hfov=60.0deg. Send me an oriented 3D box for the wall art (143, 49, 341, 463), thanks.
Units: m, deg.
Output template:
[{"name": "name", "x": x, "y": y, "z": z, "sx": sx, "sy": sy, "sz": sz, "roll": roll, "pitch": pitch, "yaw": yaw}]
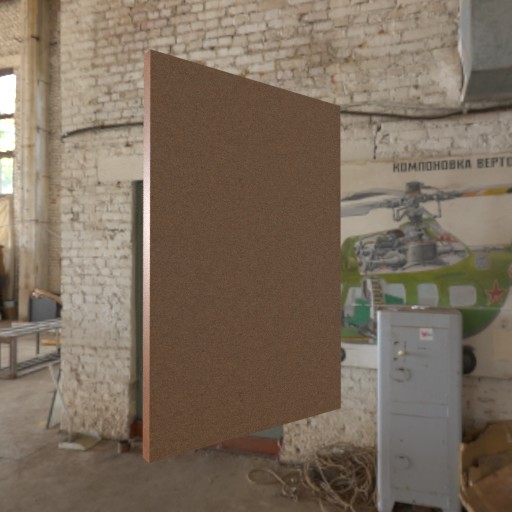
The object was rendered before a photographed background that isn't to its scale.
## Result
[{"name": "wall art", "x": 0.000, "y": 0.000, "z": 1.174, "sx": 0.610, "sy": 0.914, "sz": 0.037, "roll": 0, "pitch": -1, "yaw": -36}]
